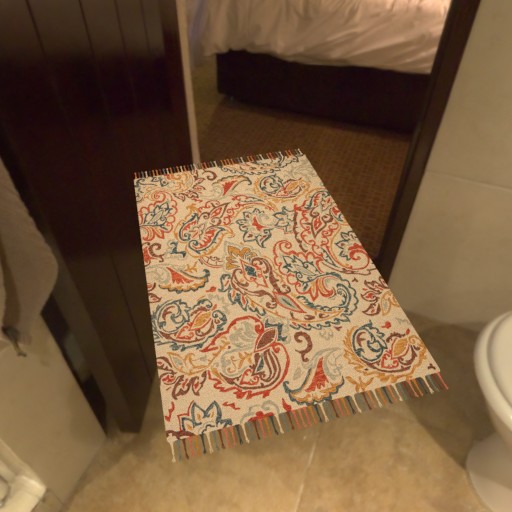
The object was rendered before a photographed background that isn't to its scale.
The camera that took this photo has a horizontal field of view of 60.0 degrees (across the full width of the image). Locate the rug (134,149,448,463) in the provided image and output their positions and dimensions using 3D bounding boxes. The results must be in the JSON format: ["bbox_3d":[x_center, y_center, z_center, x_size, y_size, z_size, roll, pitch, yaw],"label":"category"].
[{"bbox_3d":[0.000,0.000,2.486,1.218,0.010,1.997,-11,46,-11],"label":"rug"}]
